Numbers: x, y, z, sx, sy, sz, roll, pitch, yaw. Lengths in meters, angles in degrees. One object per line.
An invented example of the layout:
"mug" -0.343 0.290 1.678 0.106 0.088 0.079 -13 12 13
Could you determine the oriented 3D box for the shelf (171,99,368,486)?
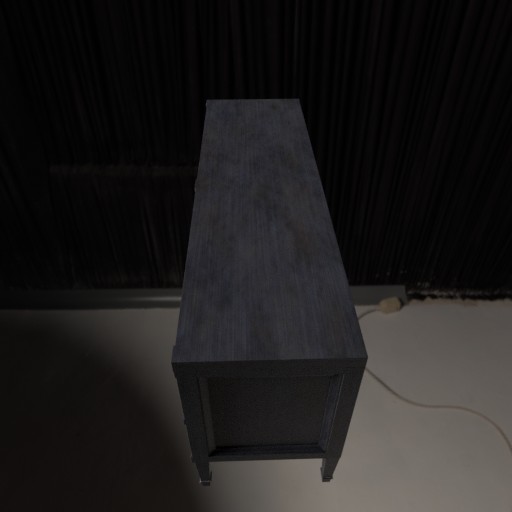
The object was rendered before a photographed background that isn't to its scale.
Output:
"shelf" 0.000 0.000 1.866 0.479 0.719 1.575 -1 41 -1
